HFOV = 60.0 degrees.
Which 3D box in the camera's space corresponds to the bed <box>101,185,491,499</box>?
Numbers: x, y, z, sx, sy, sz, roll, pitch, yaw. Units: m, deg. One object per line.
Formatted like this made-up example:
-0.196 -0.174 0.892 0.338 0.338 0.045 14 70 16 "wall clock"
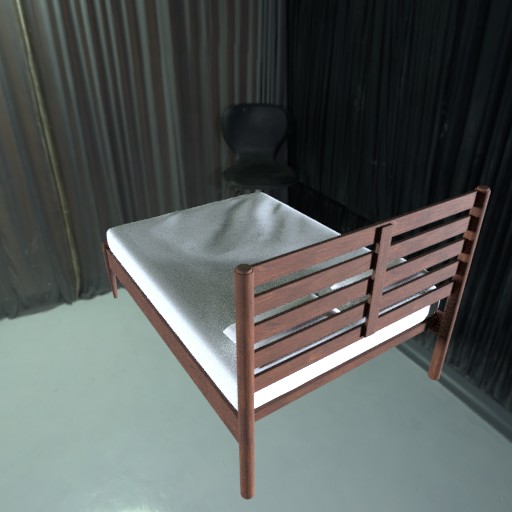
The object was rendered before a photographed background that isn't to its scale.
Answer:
0.000 0.000 2.963 1.509 1.304 2.093 -18 34 -29 "bed"
